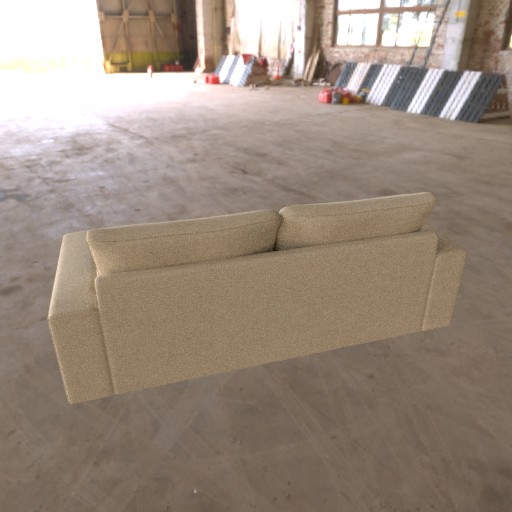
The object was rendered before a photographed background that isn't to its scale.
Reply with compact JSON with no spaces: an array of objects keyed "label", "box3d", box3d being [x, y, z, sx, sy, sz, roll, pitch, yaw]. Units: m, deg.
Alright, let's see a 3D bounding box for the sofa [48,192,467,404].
[{"label":"sofa","box3d":[0.000,0.000,2.790,2.299,0.922,1.040,-8,28,-15]}]
